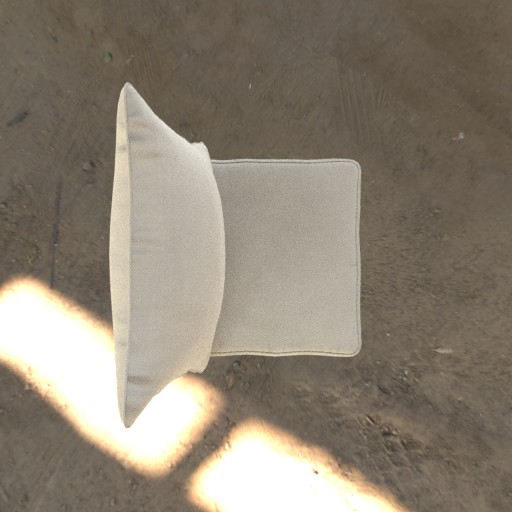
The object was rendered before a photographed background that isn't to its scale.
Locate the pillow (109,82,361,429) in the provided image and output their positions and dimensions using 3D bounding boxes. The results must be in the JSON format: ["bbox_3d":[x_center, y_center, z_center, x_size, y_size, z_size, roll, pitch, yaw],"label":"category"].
[{"bbox_3d":[0.000,0.000,1.314,0.733,0.716,0.798,0,89,1],"label":"pillow"}]
